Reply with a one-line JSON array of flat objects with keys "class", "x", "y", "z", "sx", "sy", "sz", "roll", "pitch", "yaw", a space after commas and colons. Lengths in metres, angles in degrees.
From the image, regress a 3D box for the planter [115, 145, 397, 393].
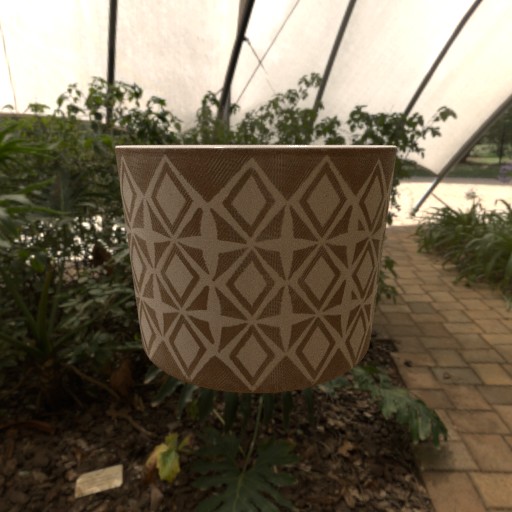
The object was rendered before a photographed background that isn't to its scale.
[{"class": "planter", "x": 0.000, "y": 0.000, "z": 0.454, "sx": 0.260, "sy": 0.220, "sz": 0.260, "roll": 0, "pitch": 14, "yaw": 0}]
